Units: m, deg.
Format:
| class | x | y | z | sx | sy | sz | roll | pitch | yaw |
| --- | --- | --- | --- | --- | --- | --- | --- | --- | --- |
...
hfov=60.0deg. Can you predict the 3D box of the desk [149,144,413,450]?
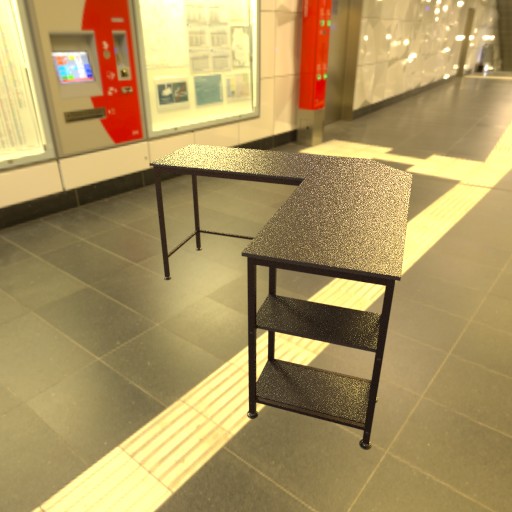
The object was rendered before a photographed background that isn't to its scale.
| class | x | y | z | sx | sy | sz | roll | pitch | yaw |
| --- | --- | --- | --- | --- | --- | --- | --- | --- | --- |
| desk | 0.000 | 0.000 | 2.249 | 1.379 | 0.739 | 1.379 | 9 | 28 | 17 |
